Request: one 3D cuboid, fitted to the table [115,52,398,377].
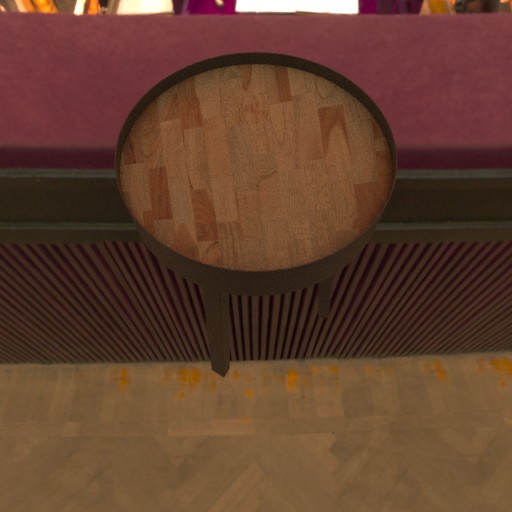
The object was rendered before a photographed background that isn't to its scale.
[{"bbox_3d":[0.000,0.000,0.946,0.406,0.686,0.406,1,62,0],"label":"table"}]
